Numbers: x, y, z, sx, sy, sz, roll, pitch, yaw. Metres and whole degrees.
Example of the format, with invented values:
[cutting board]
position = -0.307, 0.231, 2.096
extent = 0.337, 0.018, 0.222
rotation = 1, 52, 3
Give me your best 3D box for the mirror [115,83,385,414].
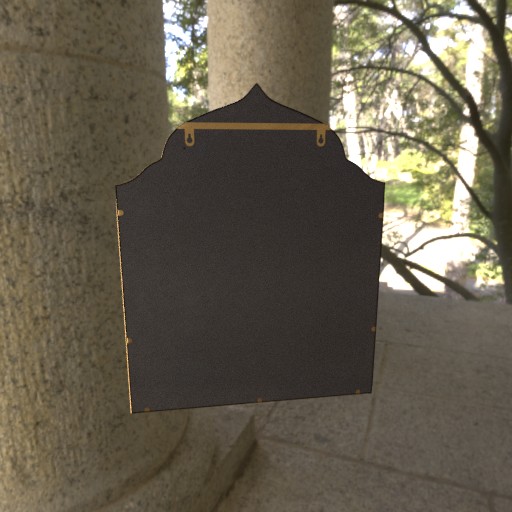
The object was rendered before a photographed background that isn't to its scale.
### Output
[mirror]
position = 0.000, 0.000, 0.867
extent = 0.513, 0.635, 0.018
rotation = -2, 13, -9
